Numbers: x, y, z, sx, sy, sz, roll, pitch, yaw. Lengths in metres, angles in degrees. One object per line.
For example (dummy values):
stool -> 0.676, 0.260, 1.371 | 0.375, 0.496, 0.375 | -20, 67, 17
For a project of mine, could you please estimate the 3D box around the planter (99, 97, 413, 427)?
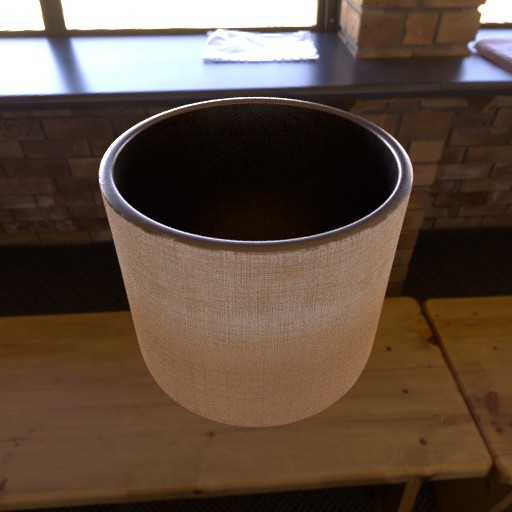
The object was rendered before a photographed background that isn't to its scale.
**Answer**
planter -> 0.000, 0.000, 0.433 | 0.254, 0.221, 0.254 | 0, 40, 0
